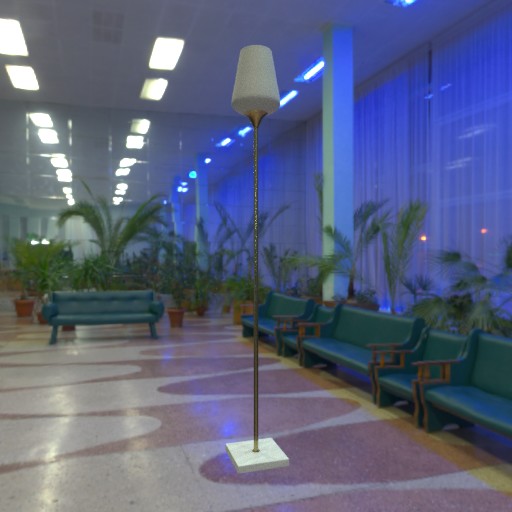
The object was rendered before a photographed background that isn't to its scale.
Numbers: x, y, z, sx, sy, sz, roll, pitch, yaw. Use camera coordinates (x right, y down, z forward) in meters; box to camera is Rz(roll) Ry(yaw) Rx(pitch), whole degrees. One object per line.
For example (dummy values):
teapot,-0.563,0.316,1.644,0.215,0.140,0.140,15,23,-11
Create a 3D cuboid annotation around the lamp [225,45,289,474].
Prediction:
lamp,0.000,0.000,1.981,0.229,1.813,0.232,0,0,-17
